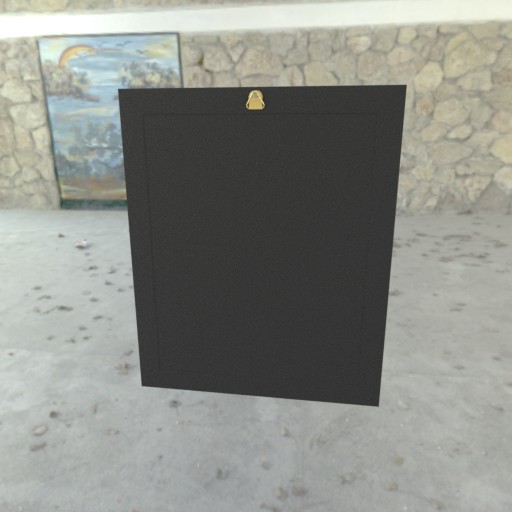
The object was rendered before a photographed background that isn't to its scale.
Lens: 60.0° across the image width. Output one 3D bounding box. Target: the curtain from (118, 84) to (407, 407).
[{"bbox_3d":[0.000,0.000,0.819,0.483,0.585,0.027,2,16,8],"label":"curtain"}]
